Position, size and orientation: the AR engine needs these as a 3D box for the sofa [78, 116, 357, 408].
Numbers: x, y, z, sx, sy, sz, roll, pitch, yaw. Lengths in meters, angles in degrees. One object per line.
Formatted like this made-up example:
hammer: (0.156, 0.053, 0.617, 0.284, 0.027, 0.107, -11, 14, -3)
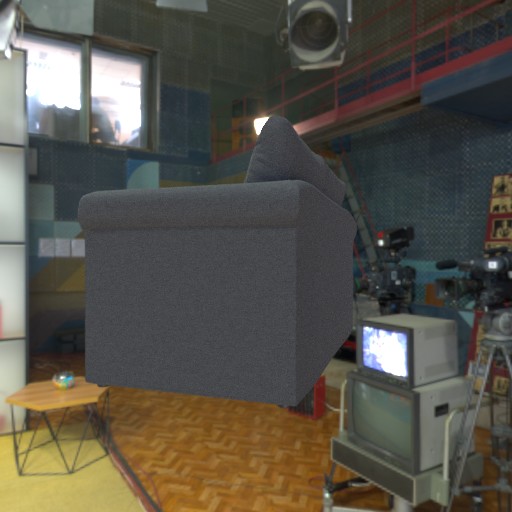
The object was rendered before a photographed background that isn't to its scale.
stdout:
sofa: (0.000, 0.000, 2.001, 0.741, 0.872, 1.460, 0, 0, 19)
